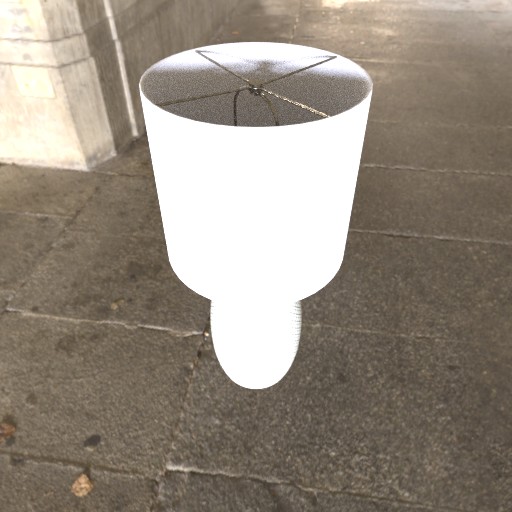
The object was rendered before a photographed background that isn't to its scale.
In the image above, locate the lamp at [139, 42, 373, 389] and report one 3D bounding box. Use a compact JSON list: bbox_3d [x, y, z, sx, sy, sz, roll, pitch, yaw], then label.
[{"bbox_3d":[0.000,0.000,0.569,0.217,0.453,0.217,-26,48,-26],"label":"lamp"}]
